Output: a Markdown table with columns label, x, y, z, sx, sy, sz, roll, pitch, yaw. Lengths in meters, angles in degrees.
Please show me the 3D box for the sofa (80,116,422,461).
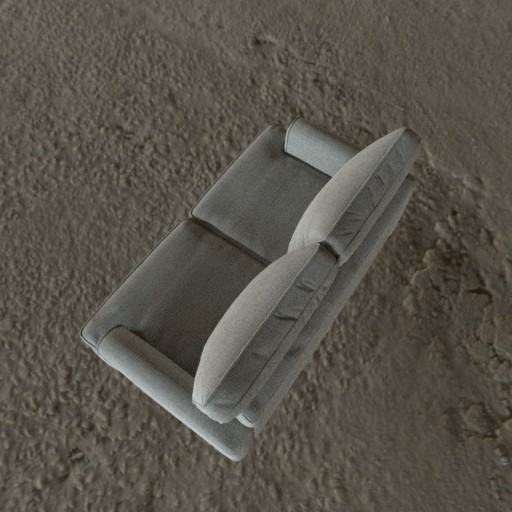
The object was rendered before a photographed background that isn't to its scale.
| label | x | y | z | sx | sy | sz | roll | pitch | yaw |
| --- | --- | --- | --- | --- | --- | --- | --- | --- | --- |
| sofa | 0.000 | 0.000 | 2.228 | 0.965 | 0.965 | 1.651 | 32 | 68 | 15 |
